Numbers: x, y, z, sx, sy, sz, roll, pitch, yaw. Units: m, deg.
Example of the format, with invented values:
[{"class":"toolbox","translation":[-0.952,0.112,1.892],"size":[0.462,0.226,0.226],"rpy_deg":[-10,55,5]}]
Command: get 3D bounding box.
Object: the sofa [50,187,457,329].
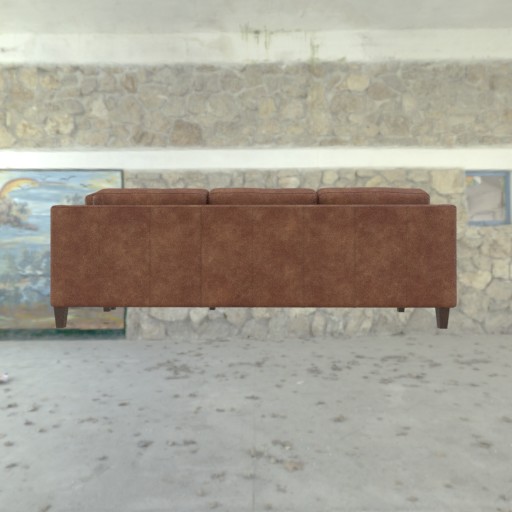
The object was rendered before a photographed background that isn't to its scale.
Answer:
[{"class":"sofa","translation":[0.000,0.000,4.310],"size":[2.452,0.888,3.324],"rpy_deg":[0,0,1]}]
